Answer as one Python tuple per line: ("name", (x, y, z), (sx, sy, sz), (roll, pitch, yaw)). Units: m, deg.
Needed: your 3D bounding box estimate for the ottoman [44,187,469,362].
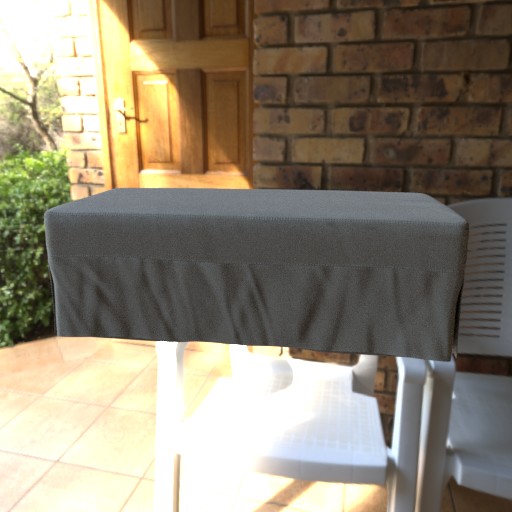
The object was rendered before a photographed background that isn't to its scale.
("ottoman", (0.000, 0.000, 1.708), (1.388, 0.457, 0.665), (2, 16, 7))
